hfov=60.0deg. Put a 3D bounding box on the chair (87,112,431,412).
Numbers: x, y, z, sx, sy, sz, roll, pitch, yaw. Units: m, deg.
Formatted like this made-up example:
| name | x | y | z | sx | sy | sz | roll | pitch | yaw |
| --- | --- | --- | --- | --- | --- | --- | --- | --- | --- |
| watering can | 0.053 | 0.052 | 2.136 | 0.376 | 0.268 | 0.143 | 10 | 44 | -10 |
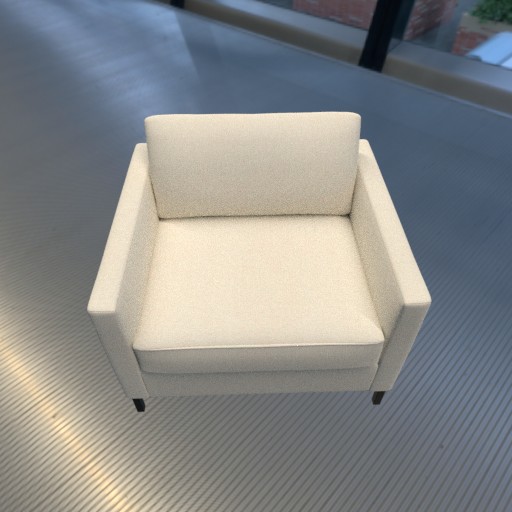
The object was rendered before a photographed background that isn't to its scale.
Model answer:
| name | x | y | z | sx | sy | sz | roll | pitch | yaw |
| --- | --- | --- | --- | --- | --- | --- | --- | --- | --- |
| chair | 0.000 | 0.000 | 1.628 | 0.964 | 0.806 | 0.875 | -1 | 45 | -1 |
